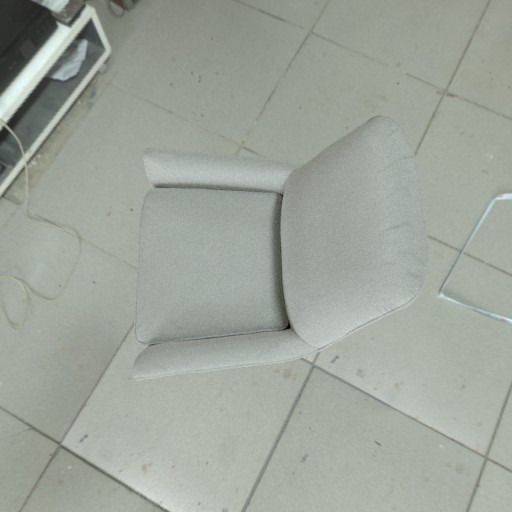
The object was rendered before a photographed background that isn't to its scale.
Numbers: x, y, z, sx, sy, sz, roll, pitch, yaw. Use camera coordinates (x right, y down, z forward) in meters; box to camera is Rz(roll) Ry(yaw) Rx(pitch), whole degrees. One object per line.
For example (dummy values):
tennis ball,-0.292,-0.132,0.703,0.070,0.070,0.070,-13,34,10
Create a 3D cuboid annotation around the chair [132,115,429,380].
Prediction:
chair,0.000,0.000,1.487,0.822,0.888,0.787,-1,74,0
